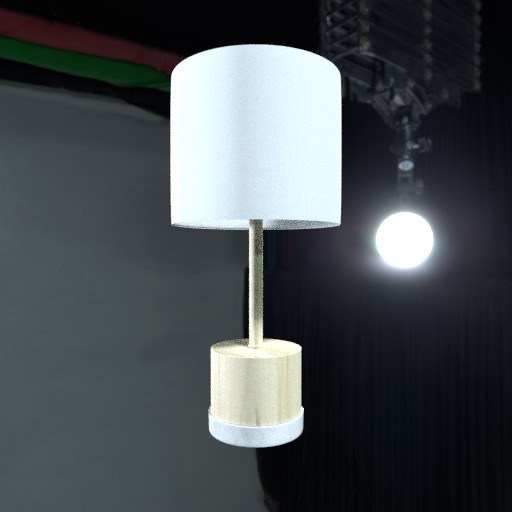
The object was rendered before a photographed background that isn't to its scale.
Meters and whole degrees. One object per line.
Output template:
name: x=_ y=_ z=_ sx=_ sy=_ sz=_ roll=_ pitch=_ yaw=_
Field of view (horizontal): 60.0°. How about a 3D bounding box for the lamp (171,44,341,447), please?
lamp: x=0.000 y=0.000 z=0.606 sx=0.229 sy=0.470 sz=0.229 roll=0 pitch=1 yaw=-37
